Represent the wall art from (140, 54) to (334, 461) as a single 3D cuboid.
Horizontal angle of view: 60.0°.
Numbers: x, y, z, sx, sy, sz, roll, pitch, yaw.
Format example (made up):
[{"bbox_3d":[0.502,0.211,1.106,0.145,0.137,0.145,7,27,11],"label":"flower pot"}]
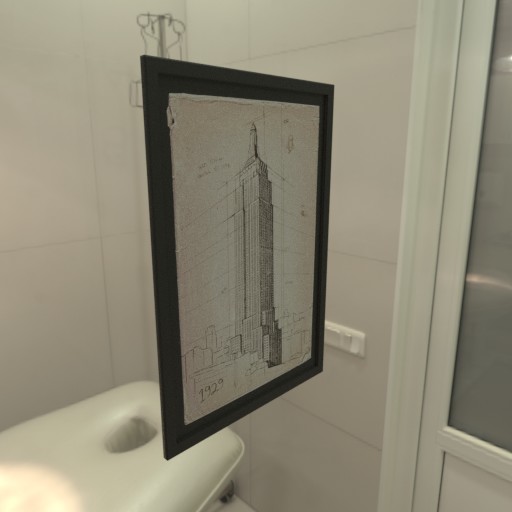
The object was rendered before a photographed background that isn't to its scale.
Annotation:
[{"bbox_3d":[0.000,0.000,0.857,0.451,0.661,0.012,-14,19,-43],"label":"wall art"}]
